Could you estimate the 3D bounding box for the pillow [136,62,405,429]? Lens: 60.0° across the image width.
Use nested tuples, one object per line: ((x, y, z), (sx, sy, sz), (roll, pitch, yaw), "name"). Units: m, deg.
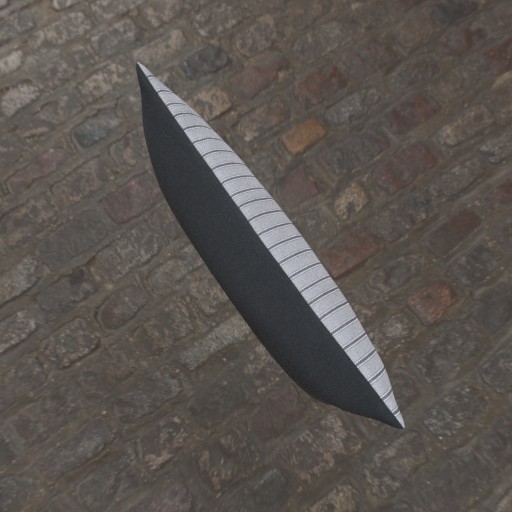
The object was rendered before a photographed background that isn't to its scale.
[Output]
((0.000, 0.000, 0.725), (0.151, 0.305, 0.609), (-34, 78, -8), "pillow")
